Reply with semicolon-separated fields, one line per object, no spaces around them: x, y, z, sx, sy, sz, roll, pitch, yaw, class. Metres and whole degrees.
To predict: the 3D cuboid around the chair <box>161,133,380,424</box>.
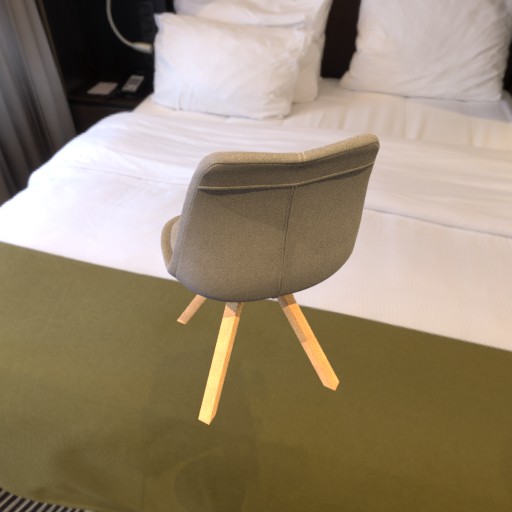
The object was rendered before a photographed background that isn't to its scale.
0.000;0.000;1.168;0.474;0.863;0.549;-10;41;-12;chair
